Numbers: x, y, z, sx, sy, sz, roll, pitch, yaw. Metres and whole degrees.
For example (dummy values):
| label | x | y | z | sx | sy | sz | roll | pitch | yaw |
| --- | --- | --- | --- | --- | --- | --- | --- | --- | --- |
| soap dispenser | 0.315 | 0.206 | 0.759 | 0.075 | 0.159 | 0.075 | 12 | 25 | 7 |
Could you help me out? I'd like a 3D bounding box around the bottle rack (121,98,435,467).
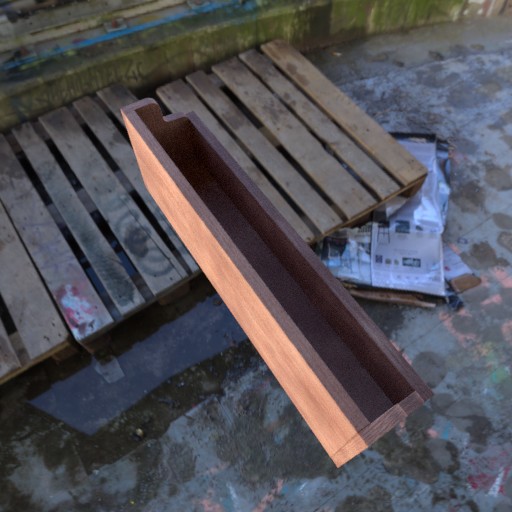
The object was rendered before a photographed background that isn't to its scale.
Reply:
| label | x | y | z | sx | sy | sz | roll | pitch | yaw |
| --- | --- | --- | --- | --- | --- | --- | --- | --- | --- |
| bottle rack | 0.000 | 0.000 | 0.687 | 0.126 | 0.196 | 0.608 | -29 | 63 | -17 |
